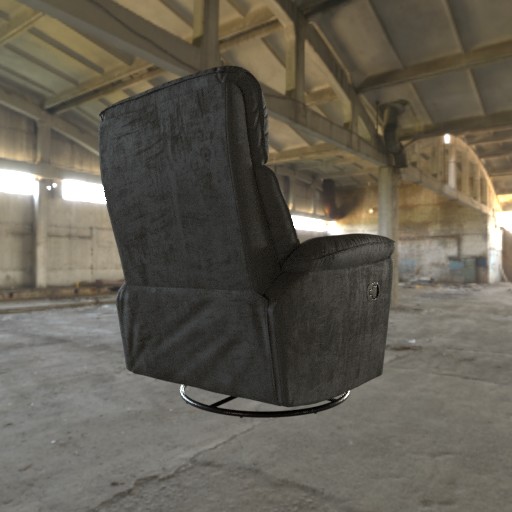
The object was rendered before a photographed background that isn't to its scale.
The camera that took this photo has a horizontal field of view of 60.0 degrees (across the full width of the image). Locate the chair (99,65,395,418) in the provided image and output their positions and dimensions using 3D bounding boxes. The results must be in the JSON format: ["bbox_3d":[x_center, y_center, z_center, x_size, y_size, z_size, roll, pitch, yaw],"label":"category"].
[{"bbox_3d":[0.000,0.000,1.682,0.820,1.037,1.004,-1,-1,37],"label":"chair"}]
